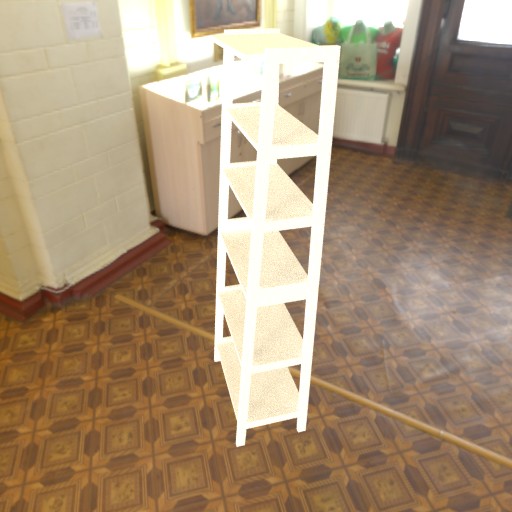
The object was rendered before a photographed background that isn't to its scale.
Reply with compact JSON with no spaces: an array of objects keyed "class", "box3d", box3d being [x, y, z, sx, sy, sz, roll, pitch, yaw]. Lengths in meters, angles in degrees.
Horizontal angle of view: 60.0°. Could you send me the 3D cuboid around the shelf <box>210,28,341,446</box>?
[{"class":"shelf","box3d":[0.000,0.000,2.127,0.381,1.892,0.660,-8,33,-13]}]
